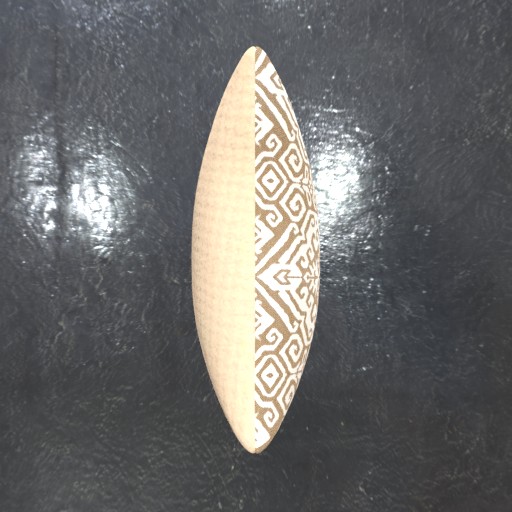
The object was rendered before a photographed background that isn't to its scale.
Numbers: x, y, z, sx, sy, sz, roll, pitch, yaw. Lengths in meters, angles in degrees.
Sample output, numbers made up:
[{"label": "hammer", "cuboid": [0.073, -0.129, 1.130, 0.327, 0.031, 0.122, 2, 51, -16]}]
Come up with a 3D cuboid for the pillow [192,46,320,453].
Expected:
[{"label": "pillow", "cuboid": [0.000, 0.000, 0.644, 0.173, 0.407, 0.419, 0, 88, 1]}]
